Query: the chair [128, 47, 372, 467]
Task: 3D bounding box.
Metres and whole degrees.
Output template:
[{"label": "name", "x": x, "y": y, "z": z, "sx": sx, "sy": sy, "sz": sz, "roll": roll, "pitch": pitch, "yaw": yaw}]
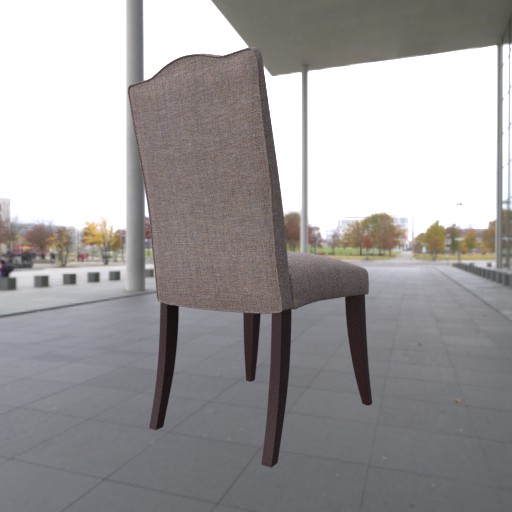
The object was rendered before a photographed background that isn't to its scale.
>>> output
[{"label": "chair", "x": 0.000, "y": 0.000, "z": 1.381, "sx": 0.513, "sy": 1.016, "sz": 0.660, "roll": 0, "pitch": 1, "yaw": 34}]
